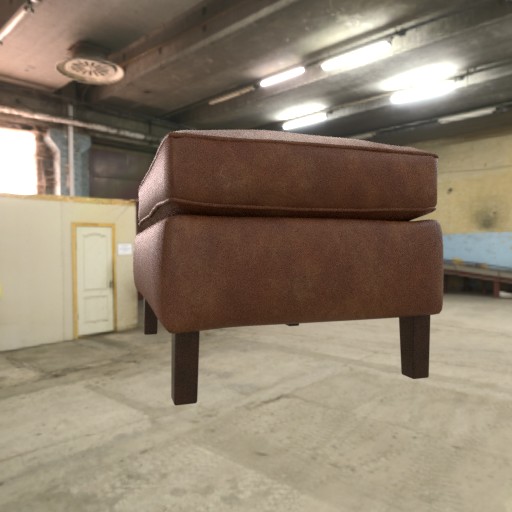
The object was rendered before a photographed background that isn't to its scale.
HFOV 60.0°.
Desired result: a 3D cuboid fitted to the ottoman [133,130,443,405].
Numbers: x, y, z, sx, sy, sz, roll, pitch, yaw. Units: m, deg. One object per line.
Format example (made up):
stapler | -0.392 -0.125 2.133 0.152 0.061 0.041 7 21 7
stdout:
ottoman | 0.000 0.000 0.971 0.501 0.418 0.665 0 1 -18
